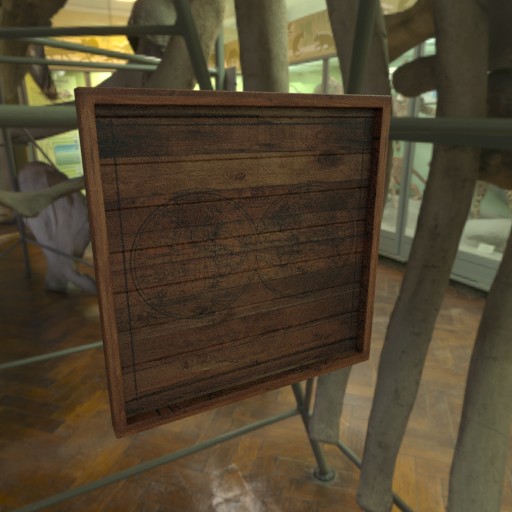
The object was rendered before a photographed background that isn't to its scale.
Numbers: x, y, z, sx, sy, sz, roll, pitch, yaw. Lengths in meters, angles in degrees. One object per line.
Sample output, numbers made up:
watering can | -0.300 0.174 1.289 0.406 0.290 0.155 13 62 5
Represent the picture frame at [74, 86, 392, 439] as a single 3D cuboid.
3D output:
picture frame | 0.000 0.000 0.513 0.352 0.356 0.028 -9 19 -26
